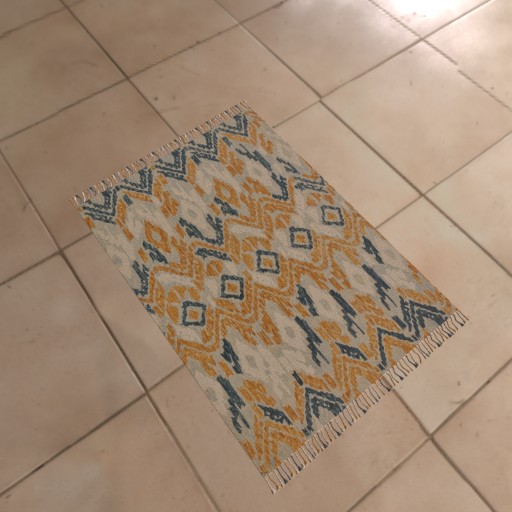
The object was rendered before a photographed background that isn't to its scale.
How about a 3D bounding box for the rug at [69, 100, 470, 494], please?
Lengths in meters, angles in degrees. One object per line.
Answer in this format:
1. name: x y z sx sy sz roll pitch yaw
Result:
1. rug: 0.000 0.000 2.306 1.230 0.008 1.827 -35 69 -16
